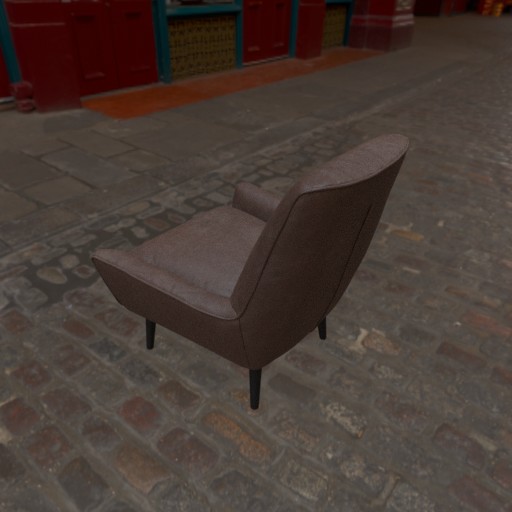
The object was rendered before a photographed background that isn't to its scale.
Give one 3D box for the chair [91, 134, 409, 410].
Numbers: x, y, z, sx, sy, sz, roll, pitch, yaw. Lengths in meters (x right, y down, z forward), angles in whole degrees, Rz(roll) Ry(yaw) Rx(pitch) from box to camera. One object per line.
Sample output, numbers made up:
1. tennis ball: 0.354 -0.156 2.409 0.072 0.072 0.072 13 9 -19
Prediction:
1. chair: 0.000 0.000 1.531 0.824 0.888 0.787 24 40 32
